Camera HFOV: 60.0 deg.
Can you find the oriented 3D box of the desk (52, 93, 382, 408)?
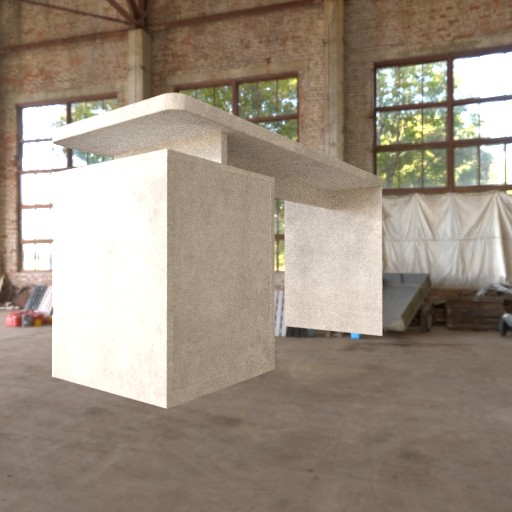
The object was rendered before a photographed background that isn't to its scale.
[{"bbox_3d":[0.000,0.000,1.746,0.550,0.755,1.400,0,-1,36],"label":"desk"}]
